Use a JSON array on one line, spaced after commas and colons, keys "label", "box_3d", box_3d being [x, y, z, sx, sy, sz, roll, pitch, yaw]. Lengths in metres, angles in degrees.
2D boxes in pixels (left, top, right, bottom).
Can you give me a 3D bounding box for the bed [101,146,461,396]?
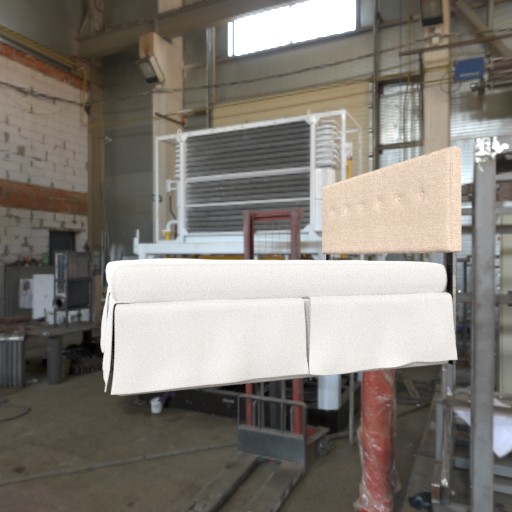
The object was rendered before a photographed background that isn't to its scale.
[{"label": "bed", "box_3d": [0.000, 0.000, 2.994, 1.978, 1.270, 1.643, 0, 0, -19]}]
